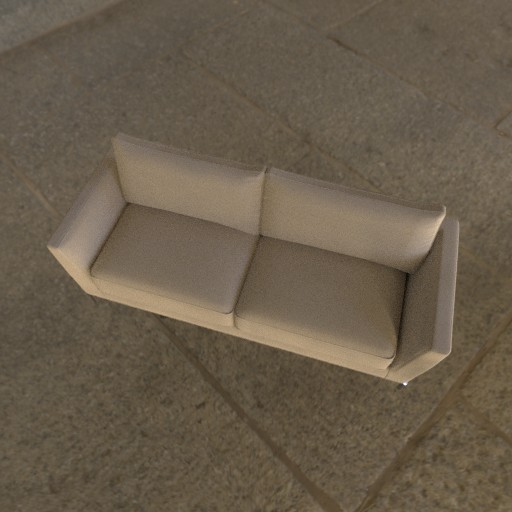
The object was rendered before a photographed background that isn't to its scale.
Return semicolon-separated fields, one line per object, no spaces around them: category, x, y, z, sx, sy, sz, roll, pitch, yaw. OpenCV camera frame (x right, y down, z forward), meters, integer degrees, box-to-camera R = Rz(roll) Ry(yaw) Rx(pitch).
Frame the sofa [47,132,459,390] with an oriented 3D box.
sofa;0.000;0.000;2.712;2.214;1.005;0.868;14;59;9
